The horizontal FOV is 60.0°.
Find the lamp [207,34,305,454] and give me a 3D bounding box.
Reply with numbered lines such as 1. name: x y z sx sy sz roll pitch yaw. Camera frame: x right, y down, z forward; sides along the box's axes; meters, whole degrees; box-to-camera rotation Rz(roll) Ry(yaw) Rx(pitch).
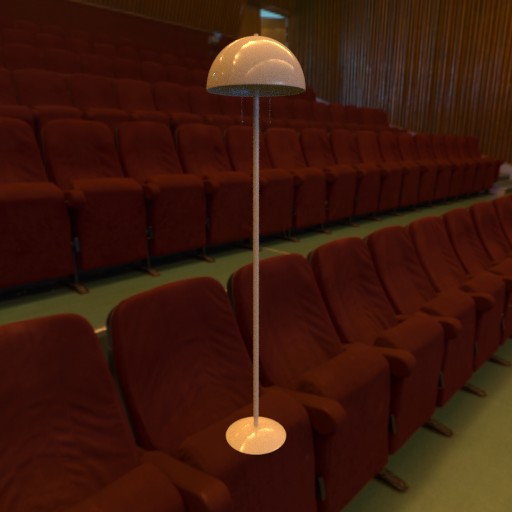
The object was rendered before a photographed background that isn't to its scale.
1. lamp: 0.000 0.000 1.612 0.328 1.480 0.328 13 19 42
